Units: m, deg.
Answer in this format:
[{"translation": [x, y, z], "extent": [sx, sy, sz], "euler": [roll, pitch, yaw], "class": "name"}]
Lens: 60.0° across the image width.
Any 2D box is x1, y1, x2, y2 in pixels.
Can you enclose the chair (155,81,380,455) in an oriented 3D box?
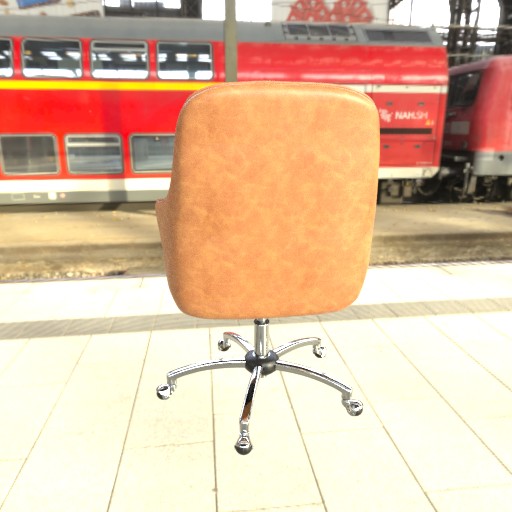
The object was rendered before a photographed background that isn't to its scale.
[{"translation": [0.000, 0.000, 1.305], "extent": [0.628, 0.909, 0.615], "euler": [-2, 16, -8], "class": "chair"}]
